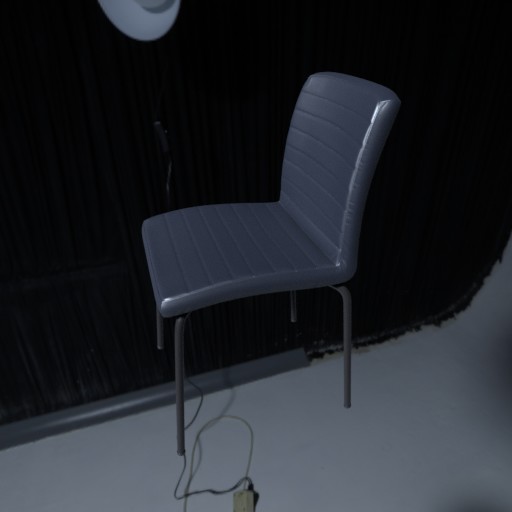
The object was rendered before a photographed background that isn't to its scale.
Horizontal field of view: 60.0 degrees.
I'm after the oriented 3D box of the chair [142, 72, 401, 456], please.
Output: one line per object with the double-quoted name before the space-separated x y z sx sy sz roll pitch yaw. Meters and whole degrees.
"chair" 0.000 0.000 1.198 0.572 0.872 0.450 -9 32 -15
